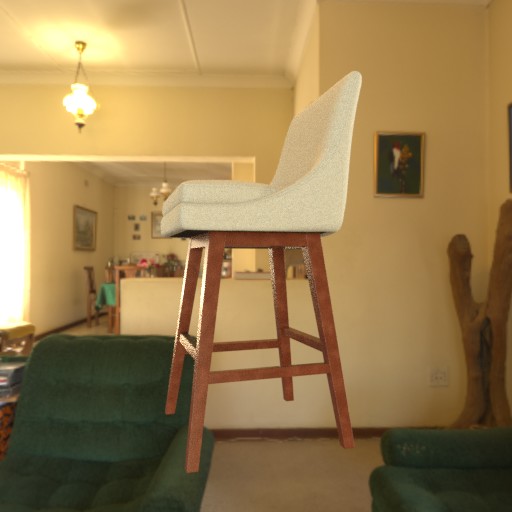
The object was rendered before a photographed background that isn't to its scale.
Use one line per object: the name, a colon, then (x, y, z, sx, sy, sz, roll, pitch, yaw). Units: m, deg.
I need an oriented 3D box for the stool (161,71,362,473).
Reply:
stool: (0.000, 0.000, 1.416, 0.559, 1.092, 0.470, 0, 0, -18)
